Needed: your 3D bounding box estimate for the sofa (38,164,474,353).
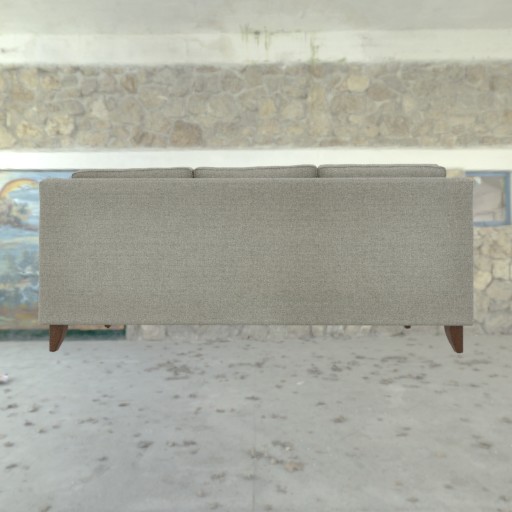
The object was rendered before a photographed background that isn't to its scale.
[{"bbox_3d":[0.000,0.000,2.469,2.031,0.914,0.865,0,0,1],"label":"sofa"}]
